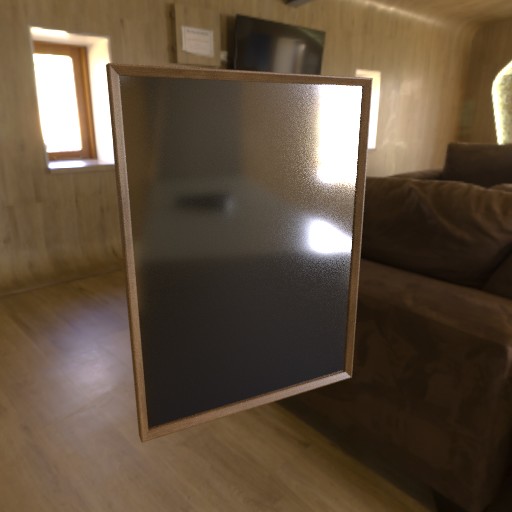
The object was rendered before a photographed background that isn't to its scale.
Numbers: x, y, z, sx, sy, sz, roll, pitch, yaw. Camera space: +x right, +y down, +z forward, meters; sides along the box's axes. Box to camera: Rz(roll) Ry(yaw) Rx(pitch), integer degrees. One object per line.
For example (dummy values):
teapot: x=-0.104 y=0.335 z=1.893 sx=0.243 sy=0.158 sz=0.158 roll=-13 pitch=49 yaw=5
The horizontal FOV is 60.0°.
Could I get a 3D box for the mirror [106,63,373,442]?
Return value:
mirror: x=0.000 y=0.000 z=1.319 sx=0.762 sy=1.016 sz=0.041 roll=-8 pitch=19 yaw=-26
